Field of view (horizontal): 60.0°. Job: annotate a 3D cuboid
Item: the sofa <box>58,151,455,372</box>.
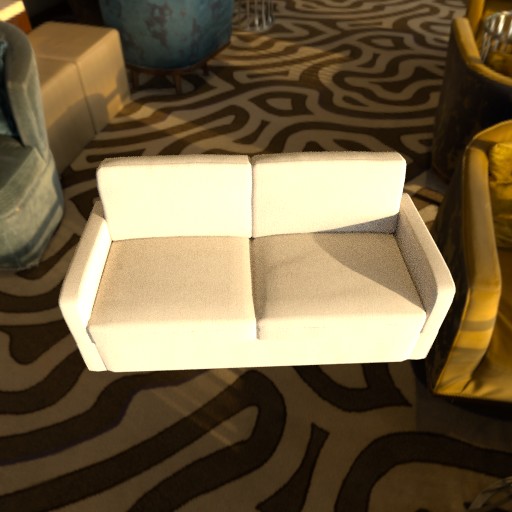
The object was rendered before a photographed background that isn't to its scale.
[{"bbox_3d":[0.000,0.000,2.359,1.808,0.831,0.894,-2,46,-2],"label":"sofa"}]
